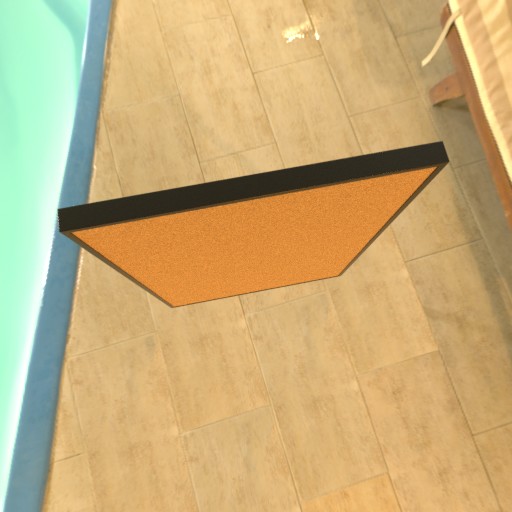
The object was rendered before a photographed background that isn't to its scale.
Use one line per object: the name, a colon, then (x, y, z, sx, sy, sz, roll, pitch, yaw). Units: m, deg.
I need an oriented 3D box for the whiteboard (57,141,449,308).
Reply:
whiteboard: (0.000, 0.000, 0.751, 0.406, 0.611, 0.026, -11, 76, -3)
